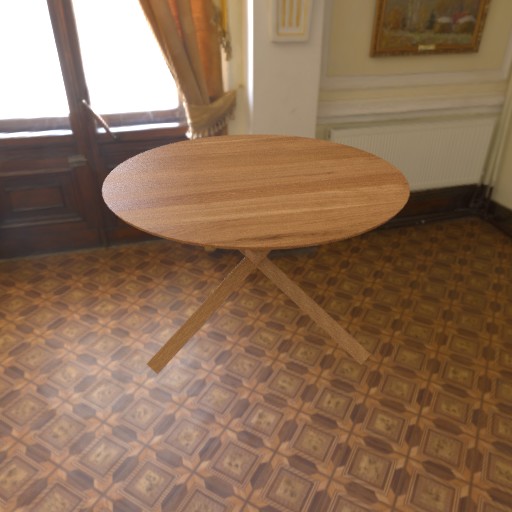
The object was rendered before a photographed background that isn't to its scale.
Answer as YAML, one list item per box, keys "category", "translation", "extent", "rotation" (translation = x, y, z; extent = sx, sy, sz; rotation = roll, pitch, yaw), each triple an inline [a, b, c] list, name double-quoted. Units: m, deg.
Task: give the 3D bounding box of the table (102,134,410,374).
- category: "table"
  translation: [0.000, 0.000, 1.728]
  extent: [1.038, 0.666, 1.038]
  rotation: [0, 31, 0]
